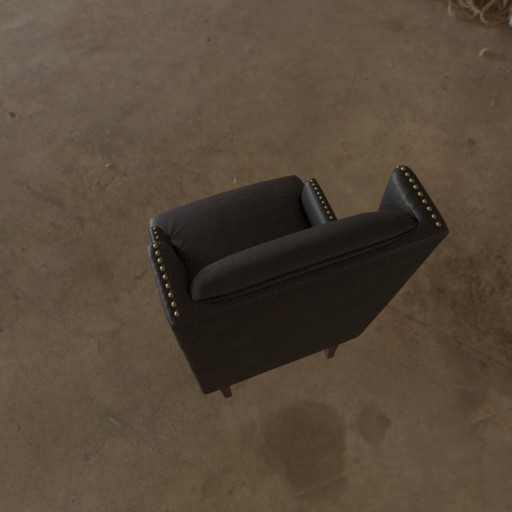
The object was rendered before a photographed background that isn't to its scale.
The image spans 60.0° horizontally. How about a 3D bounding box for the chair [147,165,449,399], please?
[{"bbox_3d":[0.000,0.000,1.634,0.703,1.142,0.799,-18,62,-10],"label":"chair"}]
